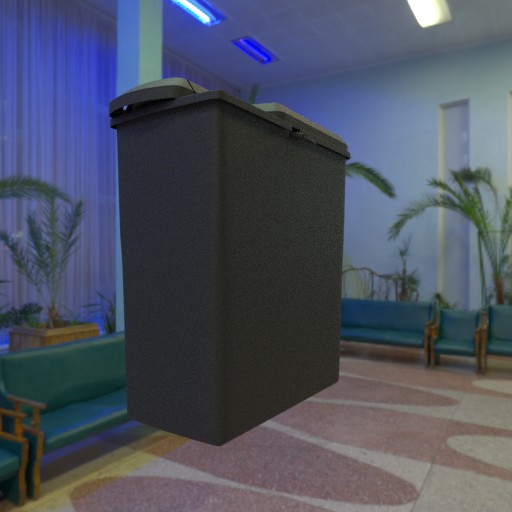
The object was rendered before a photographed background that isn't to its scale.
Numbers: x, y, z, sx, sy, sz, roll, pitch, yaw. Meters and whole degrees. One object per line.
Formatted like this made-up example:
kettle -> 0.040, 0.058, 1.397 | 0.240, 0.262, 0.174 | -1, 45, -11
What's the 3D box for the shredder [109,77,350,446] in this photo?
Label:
shredder -> 0.000, 0.000, 0.520 | 0.170, 0.335, 0.320 | 0, 0, 35
